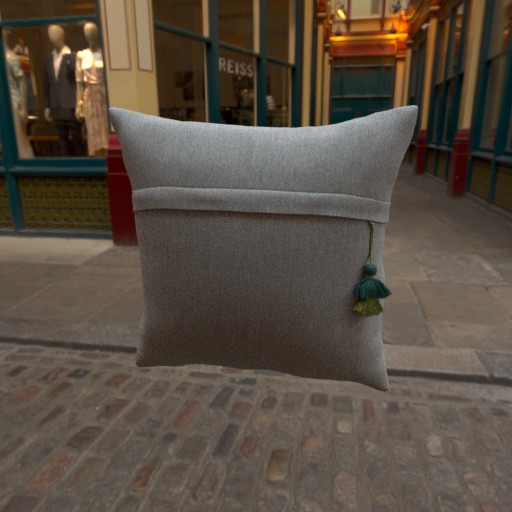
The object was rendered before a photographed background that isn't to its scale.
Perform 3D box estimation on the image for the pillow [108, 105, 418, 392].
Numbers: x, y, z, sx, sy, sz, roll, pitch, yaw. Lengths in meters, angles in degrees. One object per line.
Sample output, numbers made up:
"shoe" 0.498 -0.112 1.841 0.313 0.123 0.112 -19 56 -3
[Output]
"pillow" 0.000 0.000 0.683 0.433 0.436 0.173 3 17 9
